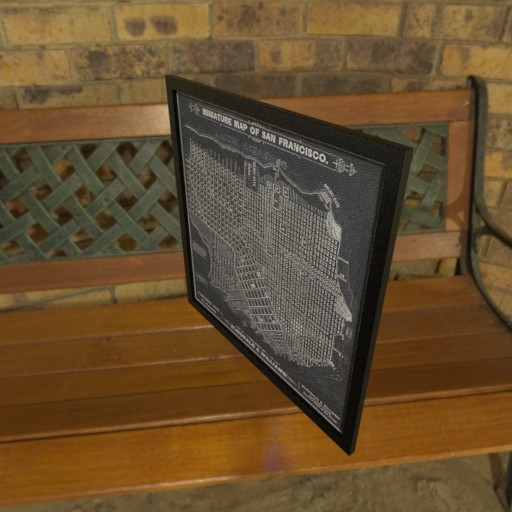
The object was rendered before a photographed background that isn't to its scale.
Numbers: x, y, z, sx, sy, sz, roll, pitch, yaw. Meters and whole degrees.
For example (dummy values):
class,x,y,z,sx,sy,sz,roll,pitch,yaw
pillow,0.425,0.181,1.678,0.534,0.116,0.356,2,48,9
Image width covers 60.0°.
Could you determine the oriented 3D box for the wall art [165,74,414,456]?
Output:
class,x,y,z,sx,sy,sz,roll,pitch,yaw
wall art,0.000,0.000,0.679,0.012,0.458,0.457,-23,39,-31
